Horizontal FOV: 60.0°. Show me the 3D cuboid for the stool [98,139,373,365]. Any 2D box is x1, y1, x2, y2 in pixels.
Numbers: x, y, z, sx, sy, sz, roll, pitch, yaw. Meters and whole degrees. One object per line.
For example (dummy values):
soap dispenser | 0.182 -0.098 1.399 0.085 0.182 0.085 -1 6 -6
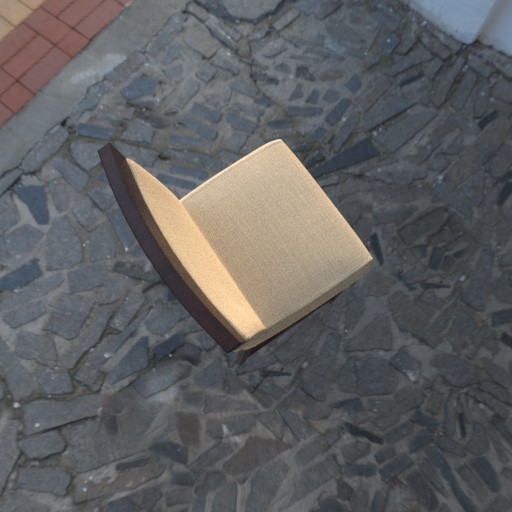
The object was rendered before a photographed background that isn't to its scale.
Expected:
stool | 0.000 0.000 1.450 0.531 1.117 0.511 -33 77 -9
